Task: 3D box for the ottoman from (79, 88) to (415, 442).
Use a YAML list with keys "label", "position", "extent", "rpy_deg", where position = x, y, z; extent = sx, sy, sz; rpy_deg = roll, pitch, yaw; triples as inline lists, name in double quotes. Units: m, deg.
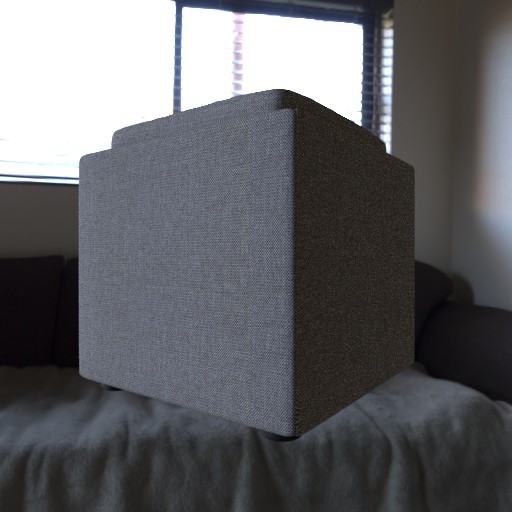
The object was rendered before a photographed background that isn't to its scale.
- label: "ottoman"
  position: [0.000, 0.000, 0.815]
  extent: [0.450, 0.460, 0.450]
  rpy_deg: [0, 0, 36]
